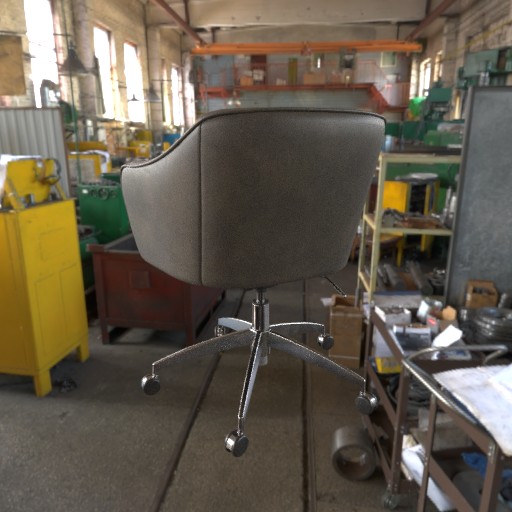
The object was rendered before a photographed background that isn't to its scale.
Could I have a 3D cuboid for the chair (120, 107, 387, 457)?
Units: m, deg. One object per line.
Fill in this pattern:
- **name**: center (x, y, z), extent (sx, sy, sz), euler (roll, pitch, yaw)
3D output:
- **chair**: center (0.000, 0.000, 1.352), extent (0.713, 0.827, 0.689), euler (-8, 17, -27)
